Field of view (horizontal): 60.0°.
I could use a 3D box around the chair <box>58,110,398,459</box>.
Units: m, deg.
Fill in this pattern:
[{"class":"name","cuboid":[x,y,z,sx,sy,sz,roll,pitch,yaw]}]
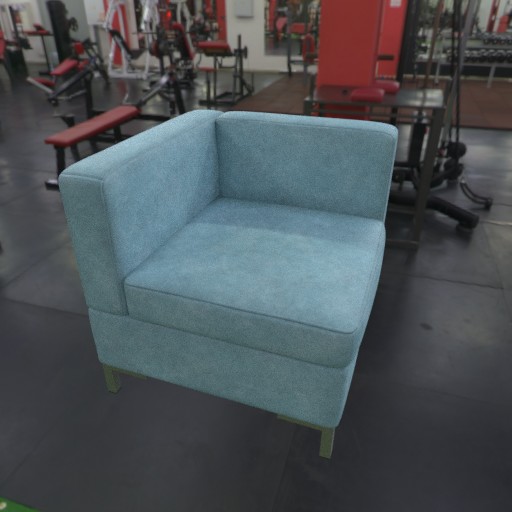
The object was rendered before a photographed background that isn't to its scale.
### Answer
[{"class":"chair","cuboid":[0.000,0.000,1.255,0.684,0.660,0.691,10,32,17]}]
